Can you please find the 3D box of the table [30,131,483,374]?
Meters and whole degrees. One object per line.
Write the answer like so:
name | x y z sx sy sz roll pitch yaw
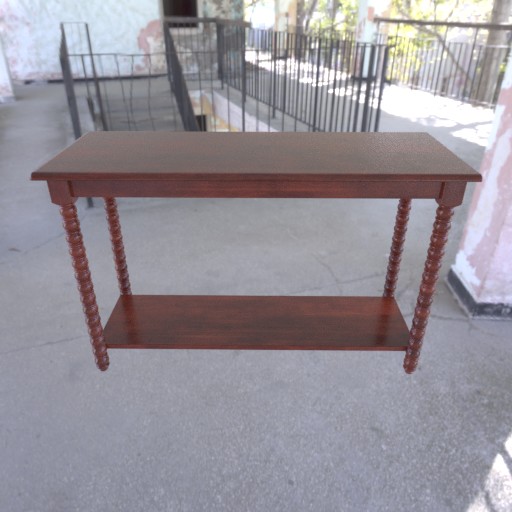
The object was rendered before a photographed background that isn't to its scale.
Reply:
table | 0.000 0.000 1.525 1.184 0.740 0.459 0 30 1
